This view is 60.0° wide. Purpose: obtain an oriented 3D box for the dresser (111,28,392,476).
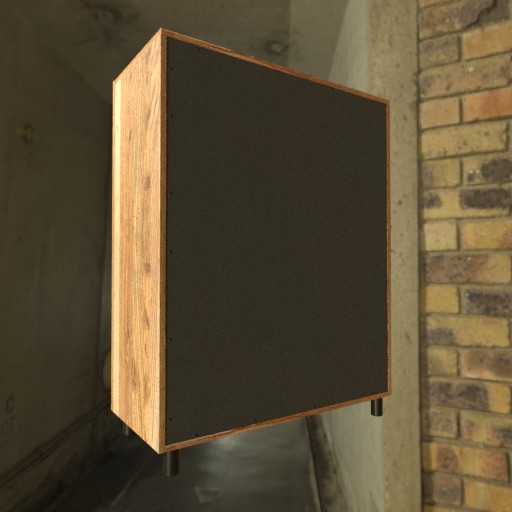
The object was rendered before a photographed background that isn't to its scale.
[{"bbox_3d":[0.000,0.000,1.681,0.966,1.243,0.480,1,-1,-34],"label":"dresser"}]
